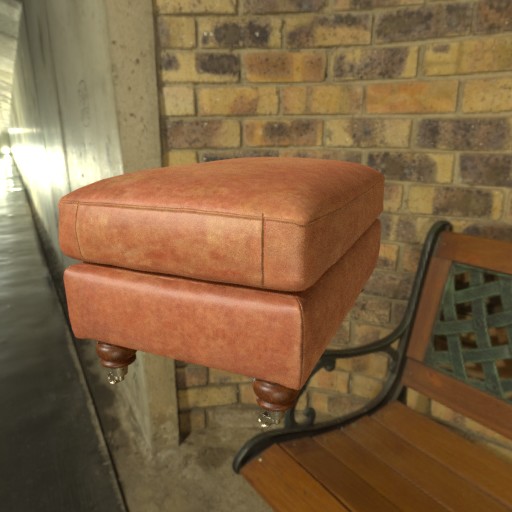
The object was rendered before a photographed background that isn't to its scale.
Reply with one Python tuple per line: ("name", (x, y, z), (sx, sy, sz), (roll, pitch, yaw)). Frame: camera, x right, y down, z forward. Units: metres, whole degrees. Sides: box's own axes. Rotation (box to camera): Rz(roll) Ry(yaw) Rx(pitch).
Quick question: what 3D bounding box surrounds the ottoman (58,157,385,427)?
("ottoman", (0.000, 0.000, 1.197), (0.565, 0.507, 0.852), (7, 17, 23))
